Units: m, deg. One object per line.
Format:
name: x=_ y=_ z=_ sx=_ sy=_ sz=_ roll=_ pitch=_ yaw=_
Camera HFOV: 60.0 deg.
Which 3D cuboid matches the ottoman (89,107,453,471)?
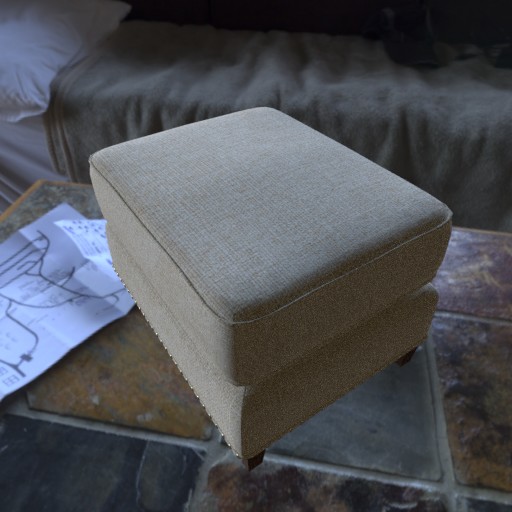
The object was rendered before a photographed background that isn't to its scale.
ottoman: x=0.000 y=0.000 z=1.140 sx=0.589 sy=0.537 sz=0.738 roll=-24 pitch=46 yaw=-25
